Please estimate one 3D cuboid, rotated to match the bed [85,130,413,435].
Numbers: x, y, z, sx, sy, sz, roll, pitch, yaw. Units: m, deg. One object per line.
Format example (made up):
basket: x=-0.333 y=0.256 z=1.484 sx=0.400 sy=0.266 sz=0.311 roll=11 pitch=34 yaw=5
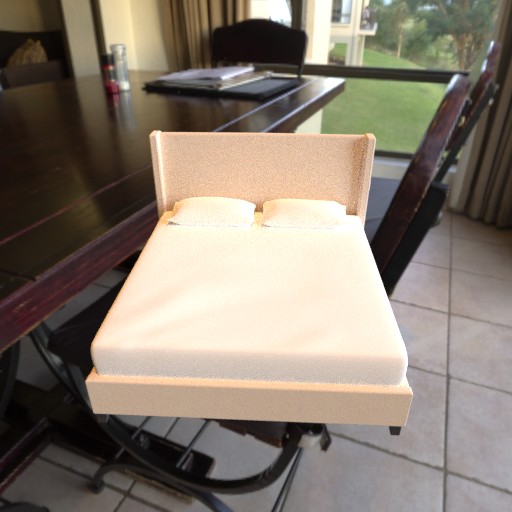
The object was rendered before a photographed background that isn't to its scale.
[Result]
bed: x=0.000 y=0.000 z=3.694 sx=2.145 sy=1.471 sz=2.293 roll=1 pitch=30 yaw=3
